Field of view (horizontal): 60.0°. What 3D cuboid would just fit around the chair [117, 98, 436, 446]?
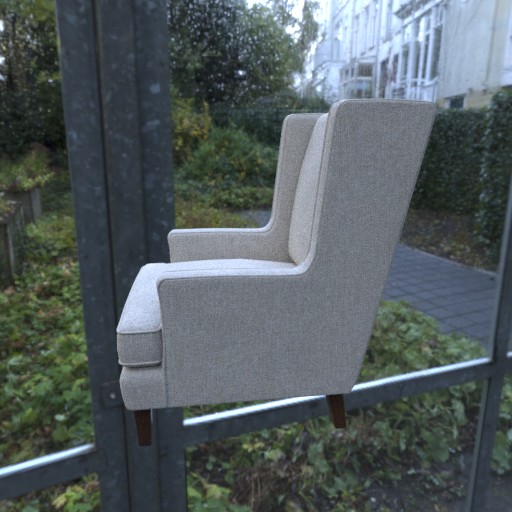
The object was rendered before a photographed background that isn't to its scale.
[{"bbox_3d":[0.000,0.000,1.691,0.948,1.082,0.764,-2,15,-8],"label":"chair"}]
